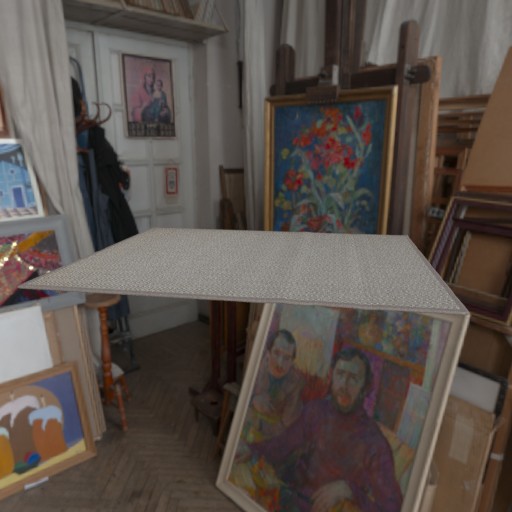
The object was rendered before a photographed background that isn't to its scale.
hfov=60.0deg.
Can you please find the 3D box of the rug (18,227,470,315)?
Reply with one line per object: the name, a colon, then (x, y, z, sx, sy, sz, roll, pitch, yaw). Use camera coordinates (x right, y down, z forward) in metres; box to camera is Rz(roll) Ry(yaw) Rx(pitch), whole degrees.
rug: (0.000, 0.000, 4.034, 3.007, 0.032, 2.434, 2, 14, 10)
